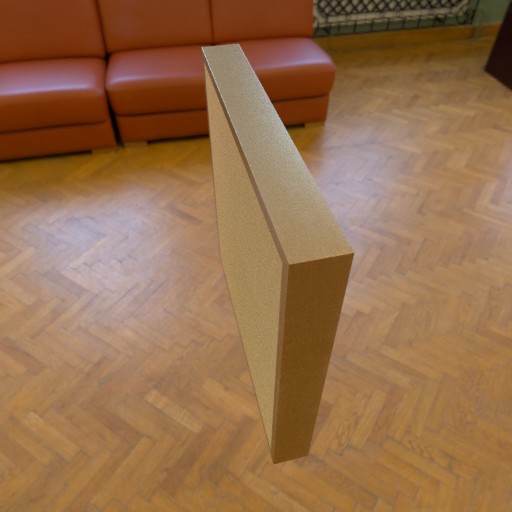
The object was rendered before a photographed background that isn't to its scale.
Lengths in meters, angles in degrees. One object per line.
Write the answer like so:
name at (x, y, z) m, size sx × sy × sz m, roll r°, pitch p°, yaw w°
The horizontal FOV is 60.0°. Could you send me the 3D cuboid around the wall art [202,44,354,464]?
wall art at (0.000, 0.000, 0.454) m, size 0.038 × 0.305 × 0.306 m, roll -10°, pitch 47°, yaw -9°
